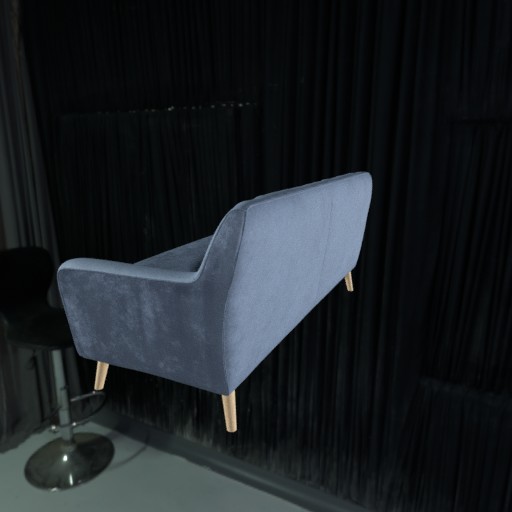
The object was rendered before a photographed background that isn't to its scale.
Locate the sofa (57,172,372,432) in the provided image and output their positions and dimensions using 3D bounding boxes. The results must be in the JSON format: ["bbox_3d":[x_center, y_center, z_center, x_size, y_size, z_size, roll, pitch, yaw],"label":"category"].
[{"bbox_3d":[0.000,0.000,2.410,0.841,0.832,1.975,7,16,25],"label":"sofa"}]
